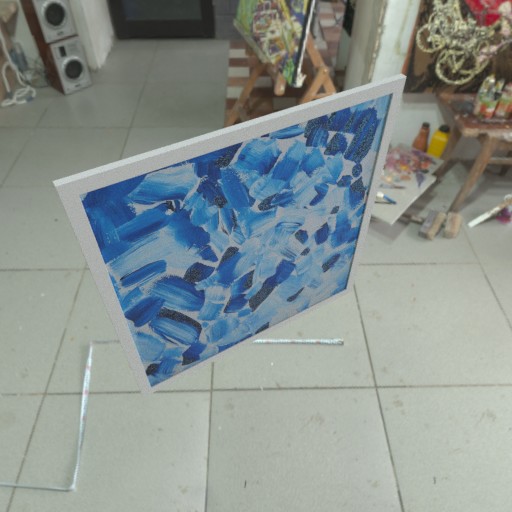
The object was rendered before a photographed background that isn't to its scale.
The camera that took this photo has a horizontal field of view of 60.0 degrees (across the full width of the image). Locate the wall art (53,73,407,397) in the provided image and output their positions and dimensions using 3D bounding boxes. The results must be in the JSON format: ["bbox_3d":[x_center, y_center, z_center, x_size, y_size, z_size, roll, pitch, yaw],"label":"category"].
[{"bbox_3d":[0.000,0.000,0.979,0.660,0.660,0.015,-23,51,-20],"label":"wall art"}]
